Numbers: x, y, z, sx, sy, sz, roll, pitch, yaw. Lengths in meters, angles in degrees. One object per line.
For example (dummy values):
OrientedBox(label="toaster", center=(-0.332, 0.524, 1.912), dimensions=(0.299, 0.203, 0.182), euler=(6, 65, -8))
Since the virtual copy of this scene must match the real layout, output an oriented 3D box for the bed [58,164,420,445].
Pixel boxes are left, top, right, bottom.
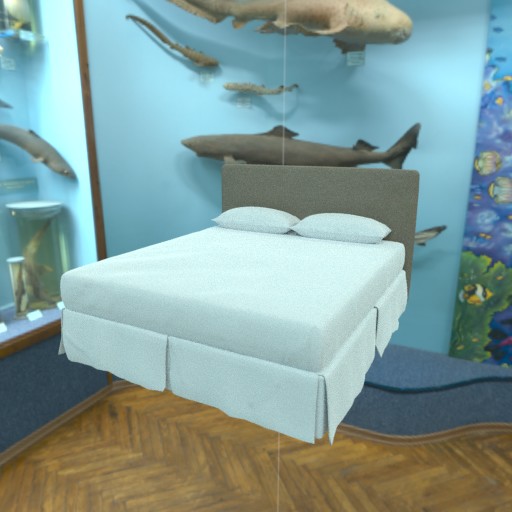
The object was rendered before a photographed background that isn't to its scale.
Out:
OrientedBox(label="bed", center=(0.000, 0.000, 3.584), dimensions=(2.119, 1.317, 2.341), euler=(8, 17, 27))
